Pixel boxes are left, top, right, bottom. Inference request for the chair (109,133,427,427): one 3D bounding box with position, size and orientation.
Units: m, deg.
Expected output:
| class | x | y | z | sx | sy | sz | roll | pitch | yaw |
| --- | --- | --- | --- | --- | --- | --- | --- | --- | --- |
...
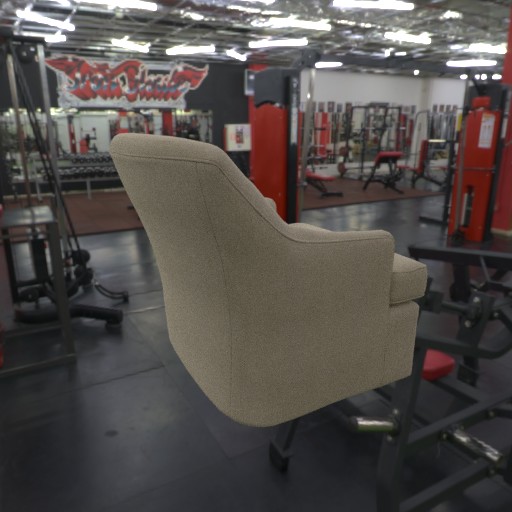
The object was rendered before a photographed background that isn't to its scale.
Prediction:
| class | x | y | z | sx | sy | sz | roll | pitch | yaw |
| --- | --- | --- | --- | --- | --- | --- | --- | --- | --- |
| chair | 0.000 | 0.000 | 1.592 | 0.923 | 0.856 | 0.864 | -8 | 18 | -26 |
